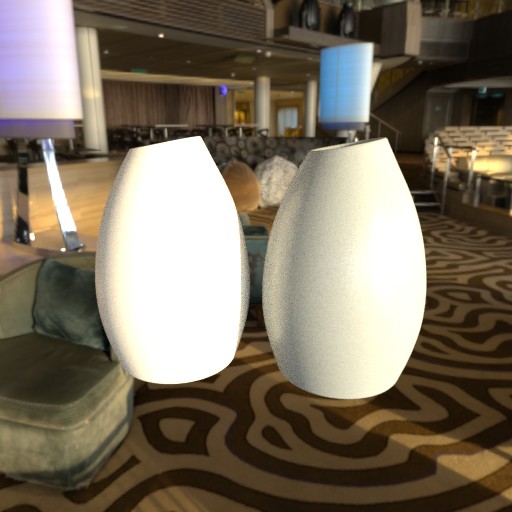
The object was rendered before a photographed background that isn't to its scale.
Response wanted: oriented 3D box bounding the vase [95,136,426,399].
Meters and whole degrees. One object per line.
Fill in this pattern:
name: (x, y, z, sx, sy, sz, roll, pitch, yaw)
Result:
vase: (0.000, 0.000, 0.252, 0.187, 0.131, 0.089, 2, 16, 8)
